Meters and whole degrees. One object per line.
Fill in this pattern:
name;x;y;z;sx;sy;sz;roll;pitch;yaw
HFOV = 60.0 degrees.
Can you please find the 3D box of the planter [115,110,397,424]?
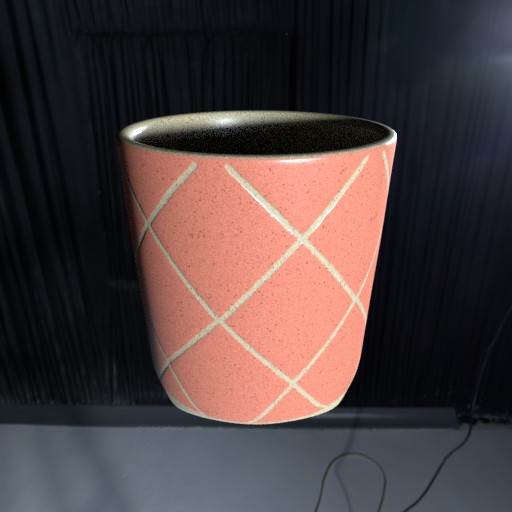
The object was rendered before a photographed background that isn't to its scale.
planter;0.000;0.000;0.353;0.191;0.200;0.191;0;25;0
